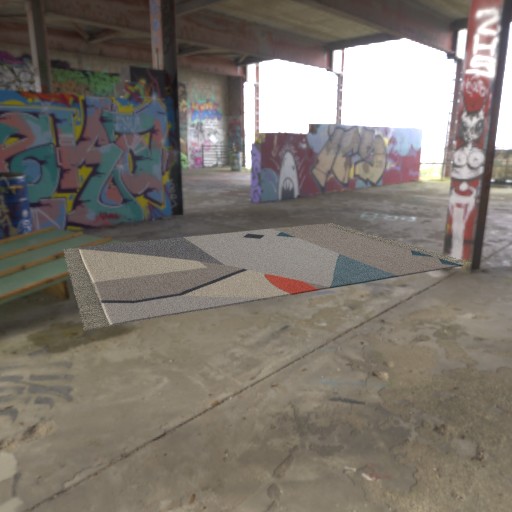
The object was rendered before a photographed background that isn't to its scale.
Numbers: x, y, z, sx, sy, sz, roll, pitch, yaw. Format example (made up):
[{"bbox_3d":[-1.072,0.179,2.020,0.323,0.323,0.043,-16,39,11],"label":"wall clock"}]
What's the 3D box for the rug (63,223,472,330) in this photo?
[{"bbox_3d":[0.000,0.000,2.346,1.828,0.005,1.220,-7,16,-25],"label":"rug"}]
